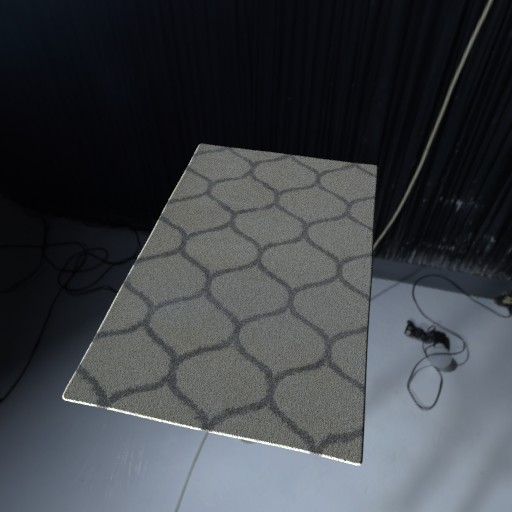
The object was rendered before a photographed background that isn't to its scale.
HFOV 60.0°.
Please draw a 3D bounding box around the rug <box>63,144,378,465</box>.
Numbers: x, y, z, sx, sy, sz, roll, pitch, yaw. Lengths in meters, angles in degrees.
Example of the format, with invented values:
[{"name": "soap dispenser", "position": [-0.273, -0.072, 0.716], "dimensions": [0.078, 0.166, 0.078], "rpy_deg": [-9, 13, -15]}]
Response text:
[{"name": "rug", "position": [0.000, 0.000, 2.904], "dimensions": [1.501, 0.024, 2.348], "rpy_deg": [9, 48, 8]}]
